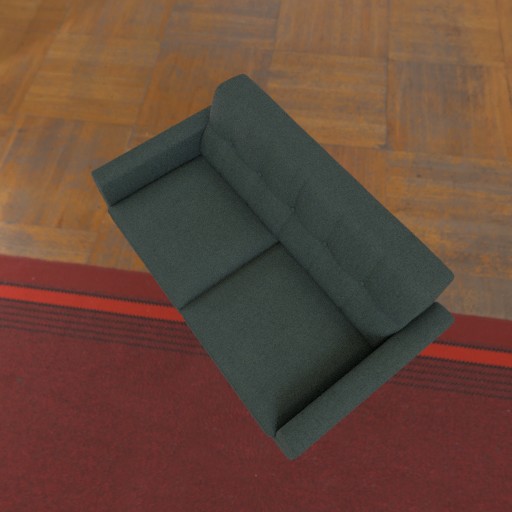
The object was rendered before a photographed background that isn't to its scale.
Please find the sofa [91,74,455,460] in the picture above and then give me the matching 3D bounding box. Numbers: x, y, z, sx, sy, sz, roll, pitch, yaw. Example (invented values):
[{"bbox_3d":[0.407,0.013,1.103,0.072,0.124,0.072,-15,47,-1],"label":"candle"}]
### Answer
[{"bbox_3d":[0.000,0.000,2.167,0.909,0.841,1.631,-34,68,-16],"label":"sofa"}]
